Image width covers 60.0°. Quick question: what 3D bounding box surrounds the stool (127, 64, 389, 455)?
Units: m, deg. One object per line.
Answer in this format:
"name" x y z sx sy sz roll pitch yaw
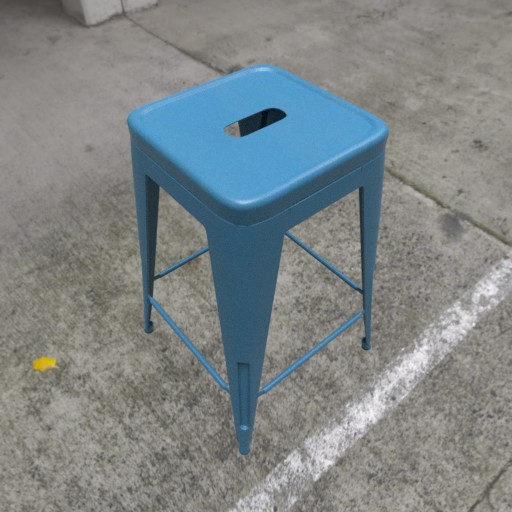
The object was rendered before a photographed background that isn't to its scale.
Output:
"stool" 0.000 0.000 0.894 0.410 0.608 0.410 -31 54 -26
